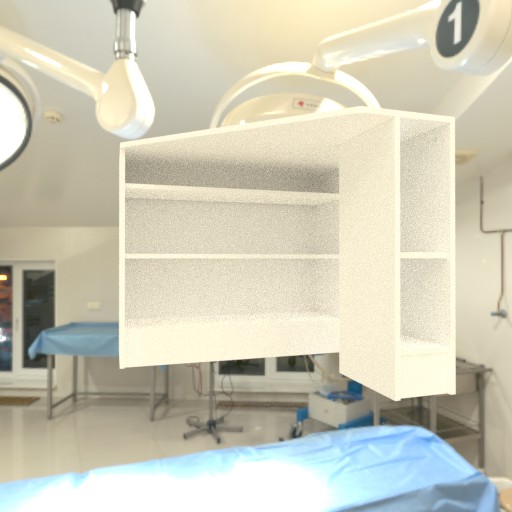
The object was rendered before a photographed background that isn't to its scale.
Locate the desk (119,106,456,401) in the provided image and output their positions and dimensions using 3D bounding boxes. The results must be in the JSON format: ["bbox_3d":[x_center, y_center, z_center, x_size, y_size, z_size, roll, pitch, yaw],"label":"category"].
[{"bbox_3d":[0.000,0.000,1.606,0.940,0.818,0.926,0,0,-18],"label":"desk"}]
